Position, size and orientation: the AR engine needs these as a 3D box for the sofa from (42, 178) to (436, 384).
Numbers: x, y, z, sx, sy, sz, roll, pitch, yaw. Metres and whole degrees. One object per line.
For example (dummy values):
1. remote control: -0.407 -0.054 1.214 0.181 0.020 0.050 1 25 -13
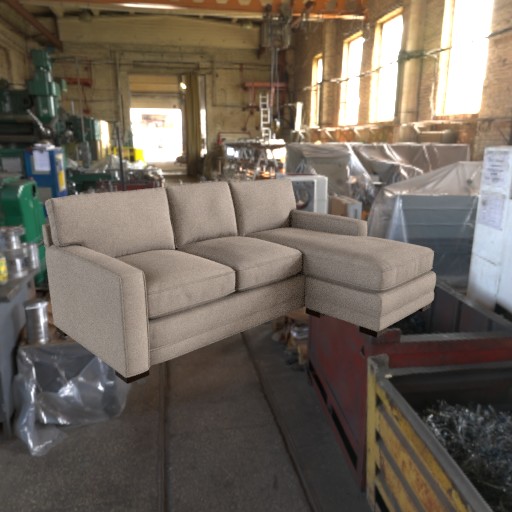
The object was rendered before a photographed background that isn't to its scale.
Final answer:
1. sofa: 0.000 0.000 2.856 2.087 0.861 1.496 -14 20 -43
